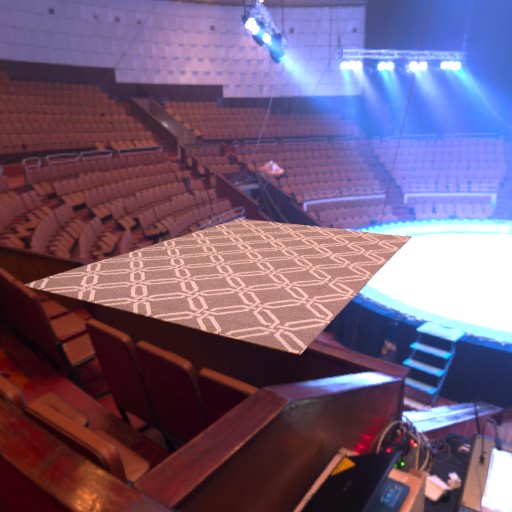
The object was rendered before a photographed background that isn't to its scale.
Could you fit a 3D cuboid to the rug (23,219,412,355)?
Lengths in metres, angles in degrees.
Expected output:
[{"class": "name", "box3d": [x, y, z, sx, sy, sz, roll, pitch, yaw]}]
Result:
[{"class": "rug", "box3d": [0.000, 0.000, 4.465, 2.441, 0.020, 3.419, 8, 17, 28]}]
